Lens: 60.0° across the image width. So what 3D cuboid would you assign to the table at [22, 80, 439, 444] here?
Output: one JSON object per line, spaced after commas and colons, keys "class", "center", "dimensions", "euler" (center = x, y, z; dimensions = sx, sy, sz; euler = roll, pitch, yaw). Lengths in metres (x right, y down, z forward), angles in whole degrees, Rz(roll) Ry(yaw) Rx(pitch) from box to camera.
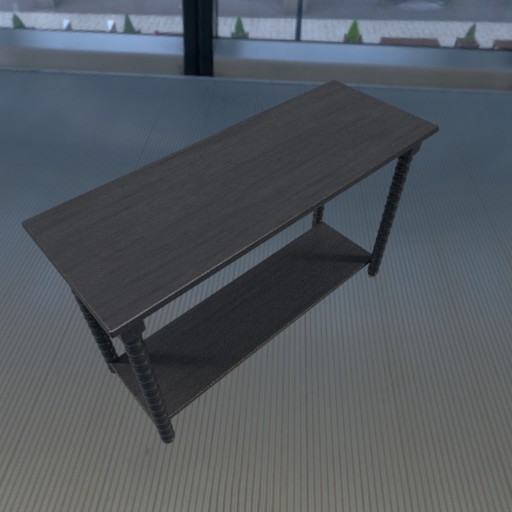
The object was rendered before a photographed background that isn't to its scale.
{"class": "table", "center": [0.000, 0.000, 1.528], "dimensions": [1.184, 0.735, 0.459], "euler": [-33, 55, -27]}
